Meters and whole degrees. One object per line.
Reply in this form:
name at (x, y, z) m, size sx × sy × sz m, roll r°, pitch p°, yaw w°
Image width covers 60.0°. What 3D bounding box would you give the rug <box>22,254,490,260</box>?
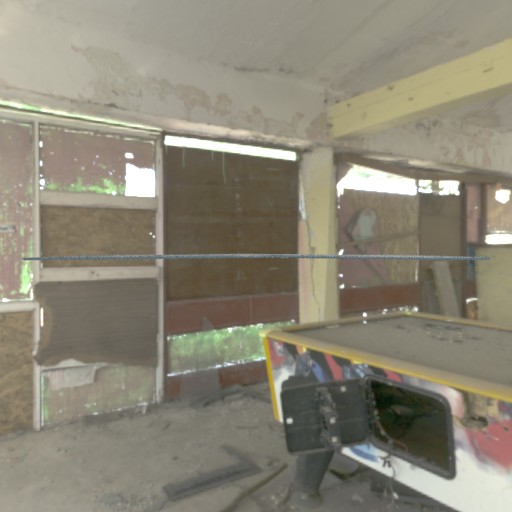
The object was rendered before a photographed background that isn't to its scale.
rug at (0.000, 0.000, 2.238) m, size 1.777 × 0.021 × 1.145 m, roll 0°, pitch 1°, yaw 1°
